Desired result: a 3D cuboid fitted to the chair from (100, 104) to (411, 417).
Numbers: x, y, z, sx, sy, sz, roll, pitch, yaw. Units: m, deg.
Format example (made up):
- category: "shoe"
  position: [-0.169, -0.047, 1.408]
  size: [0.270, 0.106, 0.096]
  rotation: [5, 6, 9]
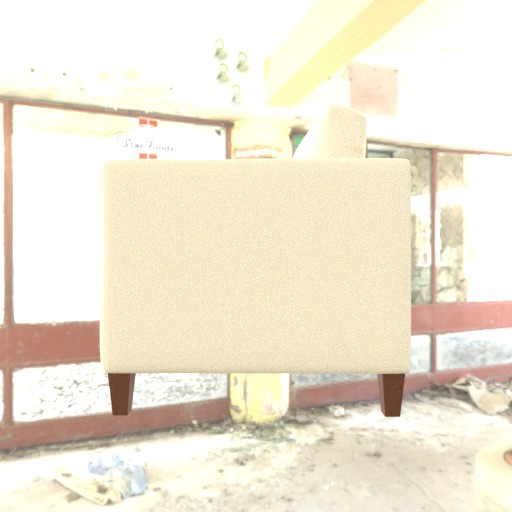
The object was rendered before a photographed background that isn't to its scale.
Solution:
- category: "chair"
  position: [0.000, 0.000, 1.685]
  size: [0.878, 0.885, 1.019]
  rotation: [0, 0, 1]
